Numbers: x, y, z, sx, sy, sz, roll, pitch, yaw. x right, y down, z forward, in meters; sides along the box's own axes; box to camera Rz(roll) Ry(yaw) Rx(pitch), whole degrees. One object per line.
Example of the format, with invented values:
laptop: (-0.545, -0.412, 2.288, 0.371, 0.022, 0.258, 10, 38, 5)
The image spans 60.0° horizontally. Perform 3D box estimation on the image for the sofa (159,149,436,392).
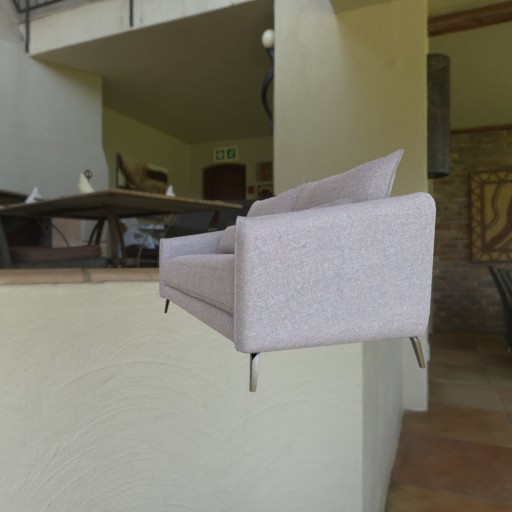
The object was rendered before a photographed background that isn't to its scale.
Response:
sofa: (0.000, 0.000, 2.415, 0.809, 0.833, 2.022, 0, 0, -19)
